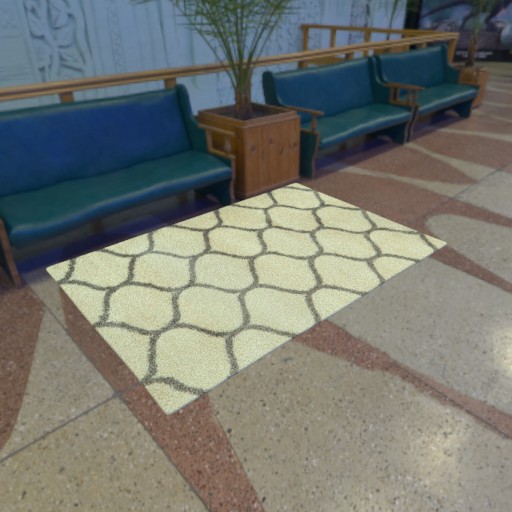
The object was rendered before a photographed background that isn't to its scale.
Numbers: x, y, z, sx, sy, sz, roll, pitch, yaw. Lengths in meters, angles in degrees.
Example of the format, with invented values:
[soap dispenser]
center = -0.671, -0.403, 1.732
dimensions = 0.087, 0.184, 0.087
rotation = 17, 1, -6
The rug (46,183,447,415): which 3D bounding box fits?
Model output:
[rug]
center = 0.000, 0.000, 3.553
dimensions = 2.701, 0.026, 1.801
rotation = -24, 38, -34
